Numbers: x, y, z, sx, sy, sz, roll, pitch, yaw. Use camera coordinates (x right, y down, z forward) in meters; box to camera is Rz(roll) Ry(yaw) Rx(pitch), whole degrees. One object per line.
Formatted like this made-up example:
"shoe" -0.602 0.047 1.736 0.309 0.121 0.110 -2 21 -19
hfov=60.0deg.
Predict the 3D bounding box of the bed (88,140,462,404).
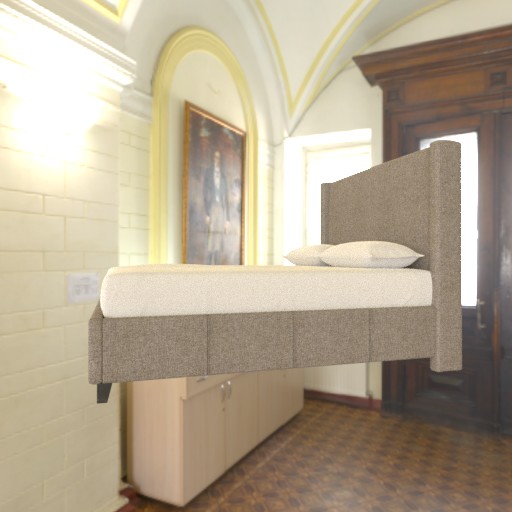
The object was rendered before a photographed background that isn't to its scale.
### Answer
"bed" 0.000 0.000 3.319 2.245 1.481 1.714 0 0 -17
